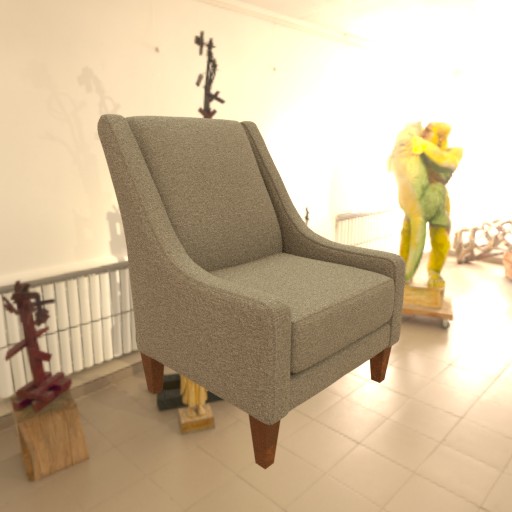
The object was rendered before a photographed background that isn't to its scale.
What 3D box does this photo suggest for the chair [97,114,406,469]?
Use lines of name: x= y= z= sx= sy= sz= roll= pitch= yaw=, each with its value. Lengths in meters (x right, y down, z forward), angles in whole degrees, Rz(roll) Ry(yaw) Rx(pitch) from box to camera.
chair: x=0.000 y=0.000 z=1.653 sx=0.870 sy=1.016 sz=0.774 roll=13 pitch=19 yaw=42
